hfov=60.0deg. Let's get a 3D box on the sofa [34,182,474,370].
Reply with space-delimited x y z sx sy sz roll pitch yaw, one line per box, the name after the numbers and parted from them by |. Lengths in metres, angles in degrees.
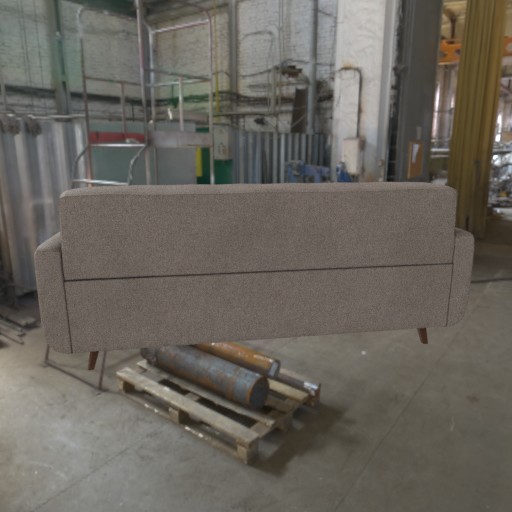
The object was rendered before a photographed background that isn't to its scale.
0.000 0.000 2.460 2.029 0.841 0.909 -2 14 -9 | sofa
